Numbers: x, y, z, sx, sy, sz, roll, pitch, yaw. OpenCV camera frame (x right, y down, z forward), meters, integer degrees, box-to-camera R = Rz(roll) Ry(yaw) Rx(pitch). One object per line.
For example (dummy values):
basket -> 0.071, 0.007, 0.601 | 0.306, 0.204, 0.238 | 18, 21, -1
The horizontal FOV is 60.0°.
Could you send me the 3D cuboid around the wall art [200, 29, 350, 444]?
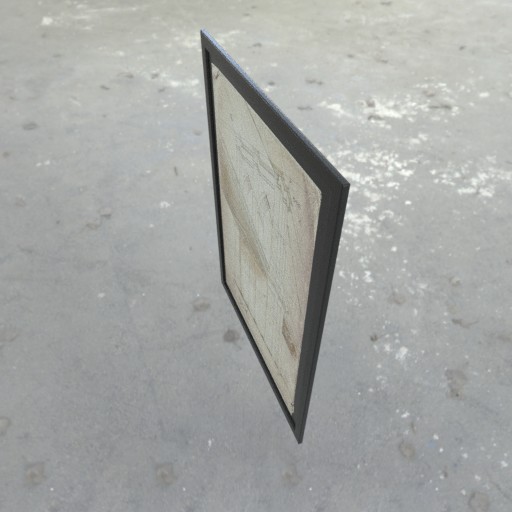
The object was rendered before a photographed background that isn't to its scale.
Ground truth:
wall art -> 0.000, 0.000, 1.235 | 0.013, 0.967, 0.707 | -16, 48, -16
